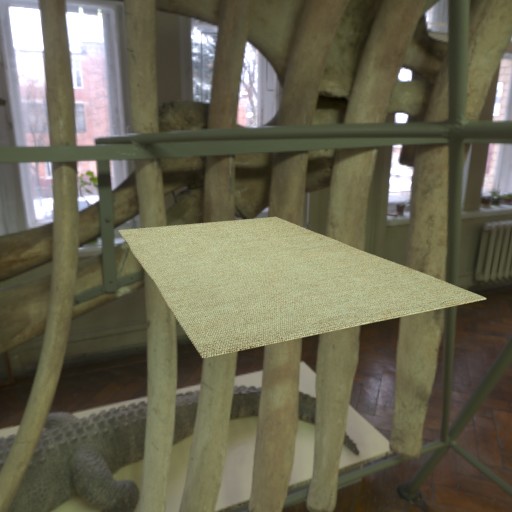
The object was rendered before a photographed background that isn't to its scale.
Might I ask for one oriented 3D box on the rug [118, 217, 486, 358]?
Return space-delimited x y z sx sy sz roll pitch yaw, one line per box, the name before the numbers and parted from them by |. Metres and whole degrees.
rug | 0.000 0.000 3.059 1.533 0.011 2.439 -7 17 -23
